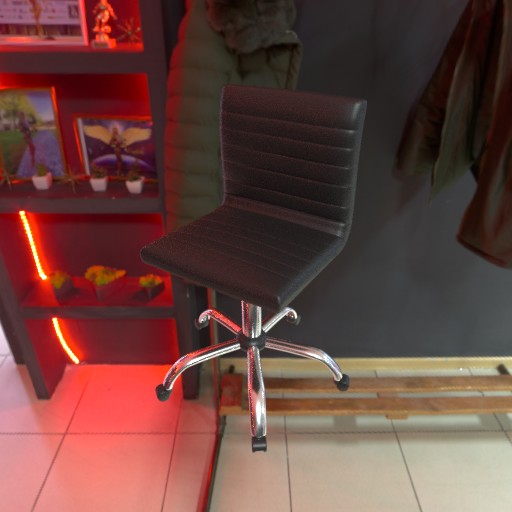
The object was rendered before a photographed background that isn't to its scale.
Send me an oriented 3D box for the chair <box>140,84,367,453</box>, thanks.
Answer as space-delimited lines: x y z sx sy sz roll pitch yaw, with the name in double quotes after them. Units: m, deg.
0.000 0.000 1.155 0.556 0.780 0.530 18 35 27 "chair"
